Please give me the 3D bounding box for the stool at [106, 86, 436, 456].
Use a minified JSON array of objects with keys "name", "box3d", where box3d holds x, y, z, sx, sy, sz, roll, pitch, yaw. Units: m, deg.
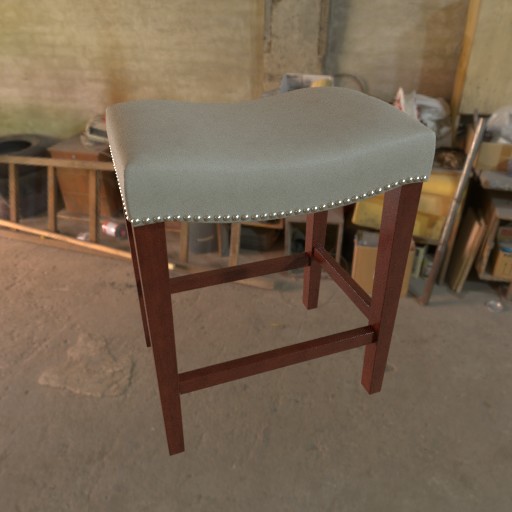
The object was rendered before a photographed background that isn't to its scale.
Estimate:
[{"name":"stool","box3d":[0.000,0.000,0.941,0.509,0.632,0.375,-11,33,-17]}]
